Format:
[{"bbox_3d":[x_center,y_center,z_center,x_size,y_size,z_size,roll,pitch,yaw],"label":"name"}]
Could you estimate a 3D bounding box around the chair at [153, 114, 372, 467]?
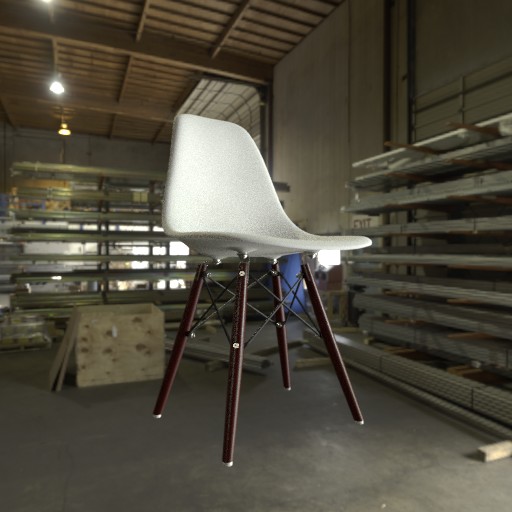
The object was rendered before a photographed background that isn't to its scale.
[{"bbox_3d":[0.000,0.000,1.129,0.470,0.826,0.533,0,0,-35],"label":"chair"}]
